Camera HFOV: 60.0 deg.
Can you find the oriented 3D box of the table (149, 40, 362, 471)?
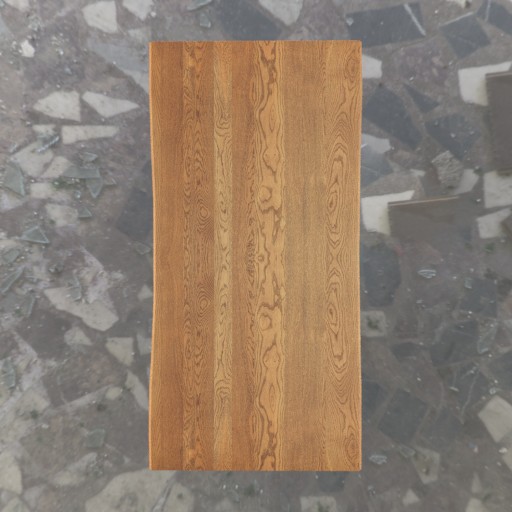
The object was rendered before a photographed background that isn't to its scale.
[{"bbox_3d":[0.000,0.000,2.216,0.900,0.770,1.800,0,90,0],"label":"table"}]
